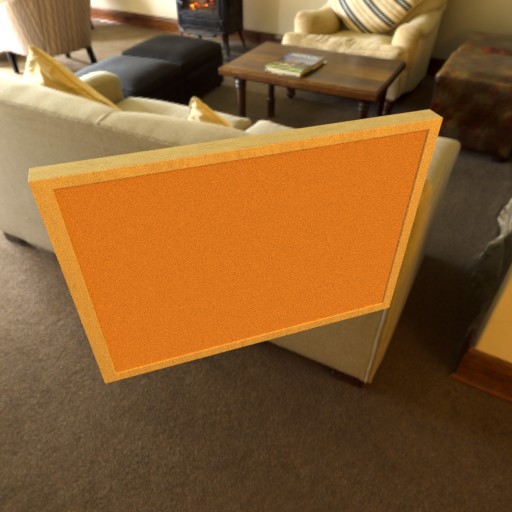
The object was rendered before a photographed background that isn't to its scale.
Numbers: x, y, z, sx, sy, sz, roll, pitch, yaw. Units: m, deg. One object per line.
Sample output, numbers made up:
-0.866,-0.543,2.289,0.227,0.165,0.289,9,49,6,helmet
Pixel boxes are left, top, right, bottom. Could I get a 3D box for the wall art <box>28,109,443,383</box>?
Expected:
0.000,0.000,0.680,0.532,0.380,0.032,-12,42,-14,wall art
